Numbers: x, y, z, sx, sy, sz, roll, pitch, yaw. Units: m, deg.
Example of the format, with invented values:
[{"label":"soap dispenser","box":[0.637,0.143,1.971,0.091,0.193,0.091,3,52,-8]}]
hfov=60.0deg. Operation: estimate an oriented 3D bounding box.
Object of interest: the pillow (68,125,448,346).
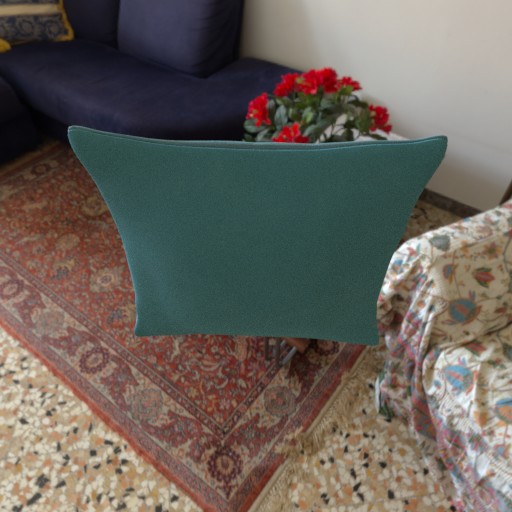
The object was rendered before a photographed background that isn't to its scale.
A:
[{"label":"pillow","box":[0.000,0.000,0.647,0.433,0.415,0.151,2,47,2]}]
